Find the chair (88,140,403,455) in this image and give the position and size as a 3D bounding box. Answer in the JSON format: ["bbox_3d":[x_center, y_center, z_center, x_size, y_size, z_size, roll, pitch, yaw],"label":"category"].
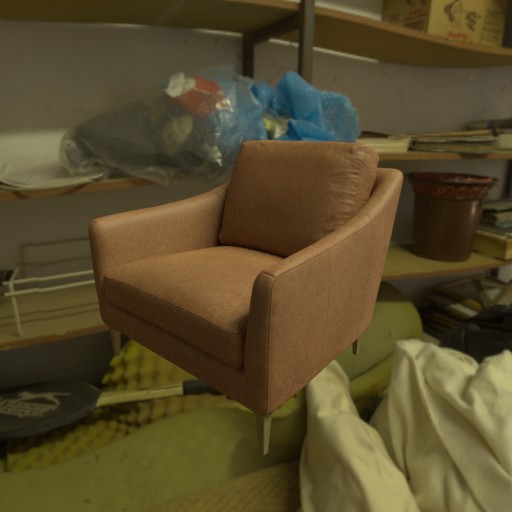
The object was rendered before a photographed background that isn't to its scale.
[{"bbox_3d":[0.000,0.000,1.798,0.988,0.895,0.963,15,22,41],"label":"chair"}]
